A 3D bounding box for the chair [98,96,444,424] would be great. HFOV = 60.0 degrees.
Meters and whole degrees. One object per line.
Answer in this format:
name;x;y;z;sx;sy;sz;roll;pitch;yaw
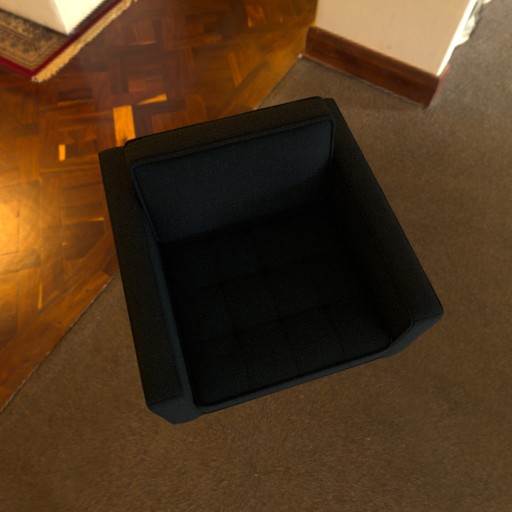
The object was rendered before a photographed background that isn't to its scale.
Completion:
chair;0.000;0.000;1.585;0.899;0.770;0.920;-16;65;-8
